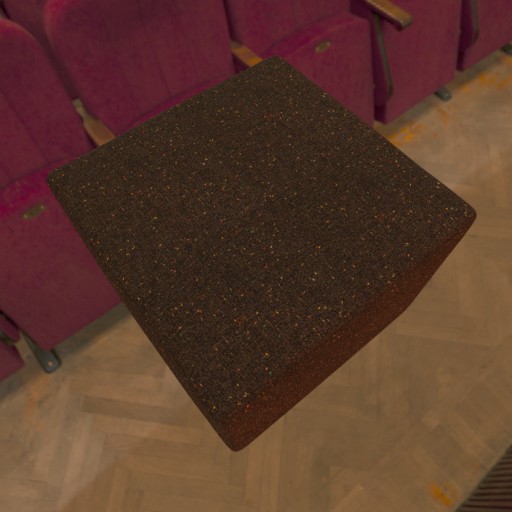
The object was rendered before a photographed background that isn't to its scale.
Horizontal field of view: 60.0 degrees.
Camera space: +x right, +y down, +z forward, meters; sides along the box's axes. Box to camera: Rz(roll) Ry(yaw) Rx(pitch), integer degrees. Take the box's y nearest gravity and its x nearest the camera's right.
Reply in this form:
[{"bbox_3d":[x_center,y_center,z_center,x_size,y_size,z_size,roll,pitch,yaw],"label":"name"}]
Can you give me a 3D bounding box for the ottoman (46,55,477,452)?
[{"bbox_3d":[0.000,0.000,0.871,0.508,0.432,0.508,-35,66,-18],"label":"ottoman"}]
